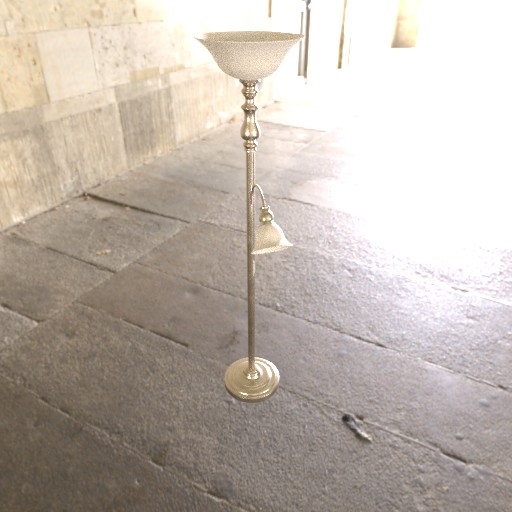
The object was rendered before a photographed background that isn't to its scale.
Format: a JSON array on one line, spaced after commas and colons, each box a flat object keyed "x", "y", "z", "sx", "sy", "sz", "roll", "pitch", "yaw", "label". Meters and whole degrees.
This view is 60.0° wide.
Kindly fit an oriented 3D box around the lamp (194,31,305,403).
[{"x": 0.000, "y": 0.000, "z": 2.014, "sx": 0.405, "sy": 1.785, "sz": 0.575, "roll": -9, "pitch": 32, "yaw": -14, "label": "lamp"}]
